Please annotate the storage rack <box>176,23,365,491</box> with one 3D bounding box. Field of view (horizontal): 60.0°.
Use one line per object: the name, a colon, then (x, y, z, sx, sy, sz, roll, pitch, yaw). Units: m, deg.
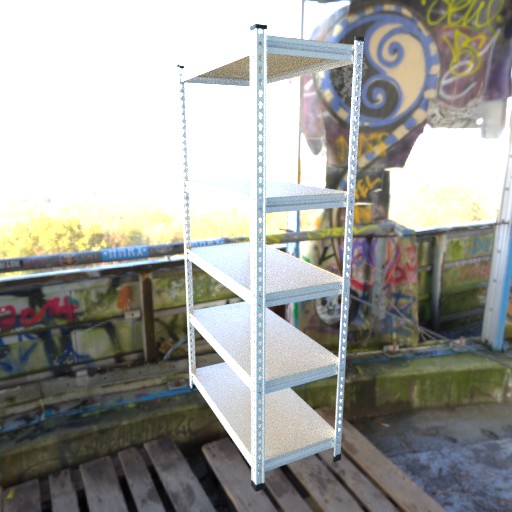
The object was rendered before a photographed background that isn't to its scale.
storage rack: (0.000, 0.000, 2.166, 0.457, 1.829, 0.914, -7, 16, -25)
